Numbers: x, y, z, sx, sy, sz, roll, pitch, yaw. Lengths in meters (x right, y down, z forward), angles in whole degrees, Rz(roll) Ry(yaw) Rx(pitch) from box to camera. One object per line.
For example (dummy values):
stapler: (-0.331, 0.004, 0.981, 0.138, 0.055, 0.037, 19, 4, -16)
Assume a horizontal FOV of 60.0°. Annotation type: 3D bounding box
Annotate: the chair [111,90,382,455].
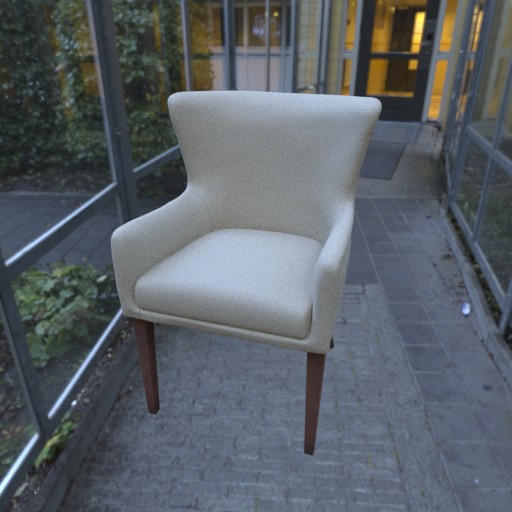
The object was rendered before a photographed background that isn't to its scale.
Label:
chair: (0.000, 0.000, 1.425, 0.660, 0.952, 0.686, 8, 27, 16)
